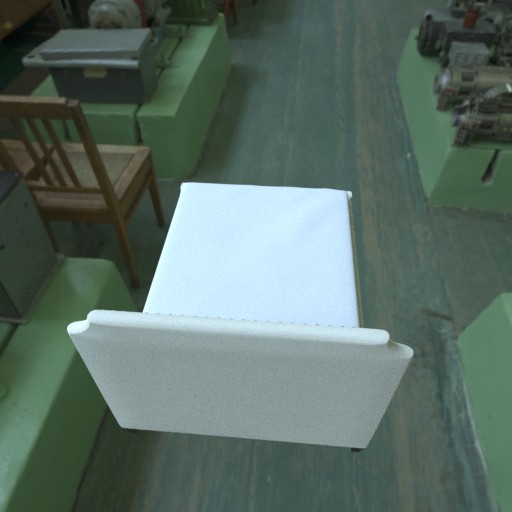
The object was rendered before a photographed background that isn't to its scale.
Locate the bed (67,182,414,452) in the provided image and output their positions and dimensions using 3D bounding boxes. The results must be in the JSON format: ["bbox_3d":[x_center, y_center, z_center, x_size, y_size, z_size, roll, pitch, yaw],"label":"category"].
[{"bbox_3d":[0.000,0.000,3.374,1.712,1.443,2.372,4,47,3],"label":"bed"}]
